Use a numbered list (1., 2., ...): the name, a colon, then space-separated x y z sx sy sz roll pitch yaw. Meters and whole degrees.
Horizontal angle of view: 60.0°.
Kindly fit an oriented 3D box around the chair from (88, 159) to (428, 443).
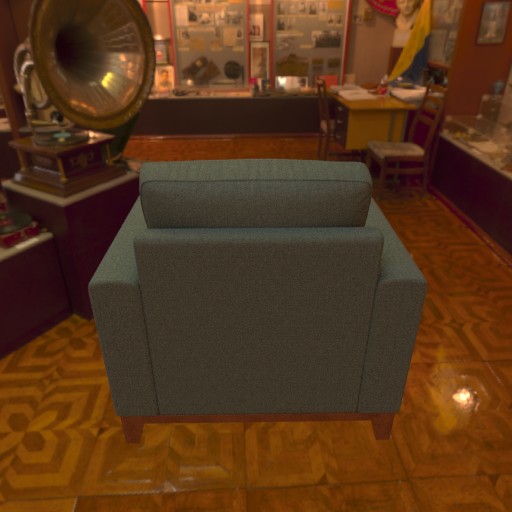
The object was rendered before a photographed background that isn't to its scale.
1. chair: 0.000 0.000 1.857 1.024 1.010 1.038 0 29 -1
